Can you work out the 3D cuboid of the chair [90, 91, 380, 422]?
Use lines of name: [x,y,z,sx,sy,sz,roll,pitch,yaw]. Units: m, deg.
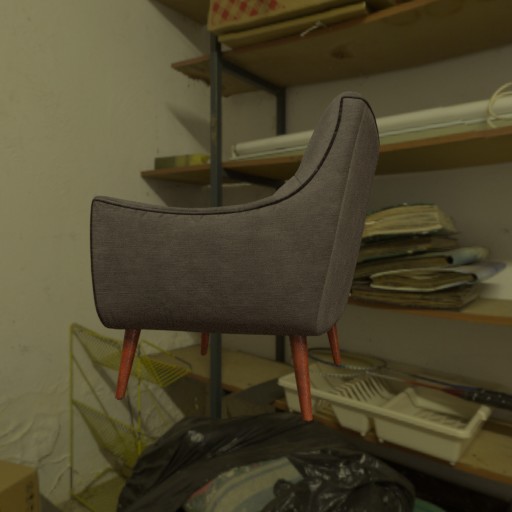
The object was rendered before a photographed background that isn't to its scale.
chair: [0.000,0.000,1.479,0.787,0.838,0.762,0,0,18]
